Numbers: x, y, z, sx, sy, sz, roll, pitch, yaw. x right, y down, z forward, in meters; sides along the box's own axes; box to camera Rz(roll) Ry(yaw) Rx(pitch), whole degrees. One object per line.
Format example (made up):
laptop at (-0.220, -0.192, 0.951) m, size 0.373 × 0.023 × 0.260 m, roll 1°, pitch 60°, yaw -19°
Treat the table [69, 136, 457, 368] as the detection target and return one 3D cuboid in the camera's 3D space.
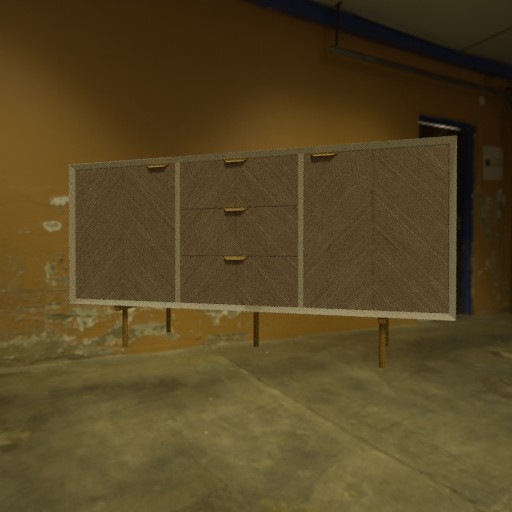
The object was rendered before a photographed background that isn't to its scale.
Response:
table at (0.000, 0.000, 1.875) m, size 1.500 × 0.769 × 0.508 m, roll 0°, pitch 1°, yaw 18°
